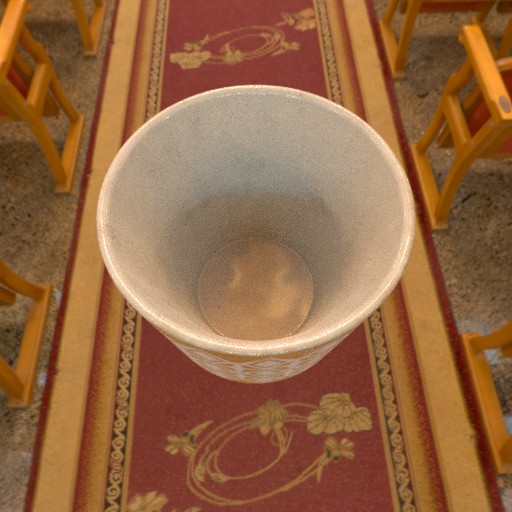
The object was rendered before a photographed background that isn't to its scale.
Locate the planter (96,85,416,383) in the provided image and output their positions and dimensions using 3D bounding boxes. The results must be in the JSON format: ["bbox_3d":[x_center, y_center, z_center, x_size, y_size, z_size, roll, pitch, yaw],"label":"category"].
[{"bbox_3d":[0.000,0.000,0.223,0.126,0.104,0.126,0,63,0],"label":"planter"}]
